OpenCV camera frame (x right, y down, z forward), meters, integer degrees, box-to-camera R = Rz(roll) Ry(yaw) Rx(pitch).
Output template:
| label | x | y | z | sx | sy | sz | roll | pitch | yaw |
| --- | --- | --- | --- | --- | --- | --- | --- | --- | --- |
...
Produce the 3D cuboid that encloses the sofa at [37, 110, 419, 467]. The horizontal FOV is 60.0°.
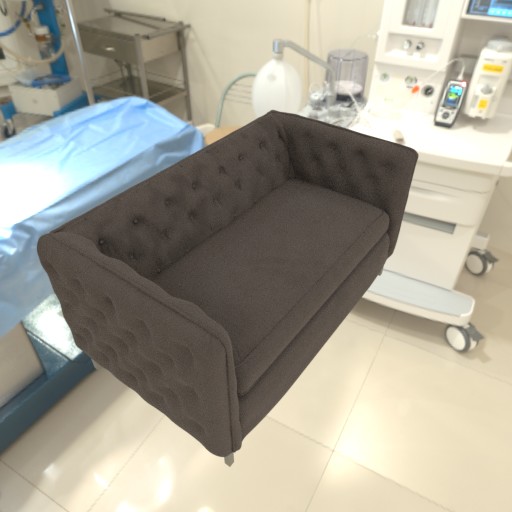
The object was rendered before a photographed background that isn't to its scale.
| label | x | y | z | sx | sy | sz | roll | pitch | yaw |
| --- | --- | --- | --- | --- | --- | --- | --- | --- | --- |
| sofa | 0.000 | 0.000 | 2.132 | 0.909 | 0.810 | 1.583 | 26 | 46 | 27 |
